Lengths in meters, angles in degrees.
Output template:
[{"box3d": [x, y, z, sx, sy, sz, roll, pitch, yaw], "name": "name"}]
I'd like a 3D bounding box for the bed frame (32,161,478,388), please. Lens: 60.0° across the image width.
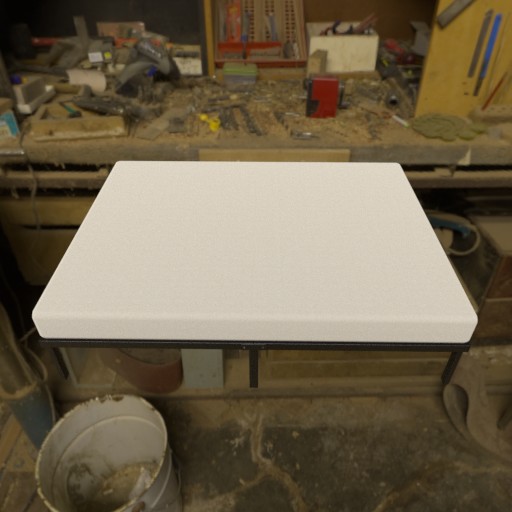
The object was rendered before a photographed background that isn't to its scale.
[{"box3d": [0.000, 0.000, 3.527, 2.635, 0.680, 1.990, 1, 39, 1], "name": "bed frame"}]
